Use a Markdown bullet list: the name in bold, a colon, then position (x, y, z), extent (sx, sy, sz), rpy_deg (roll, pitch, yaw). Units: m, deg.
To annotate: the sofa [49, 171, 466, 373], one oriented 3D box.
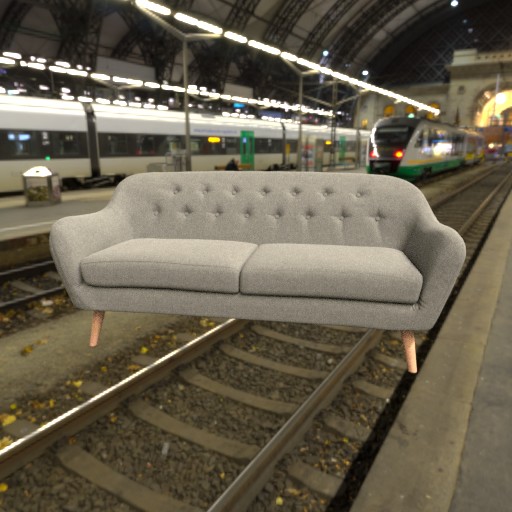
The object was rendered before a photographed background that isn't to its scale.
- **sofa**: position (0.000, 0.000, 2.279), extent (1.840, 0.820, 0.820), rpy_deg (2, 14, 10)
